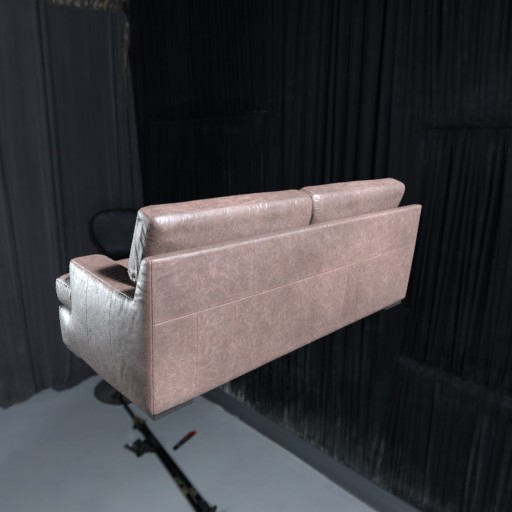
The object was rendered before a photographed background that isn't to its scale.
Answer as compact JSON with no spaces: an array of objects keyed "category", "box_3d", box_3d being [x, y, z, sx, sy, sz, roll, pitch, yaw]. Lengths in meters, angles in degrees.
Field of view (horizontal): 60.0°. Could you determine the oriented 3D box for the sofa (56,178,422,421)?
[{"category":"sofa","box_3d":[0.000,0.000,2.876,2.261,0.941,1.143,-13,20,-42]}]
